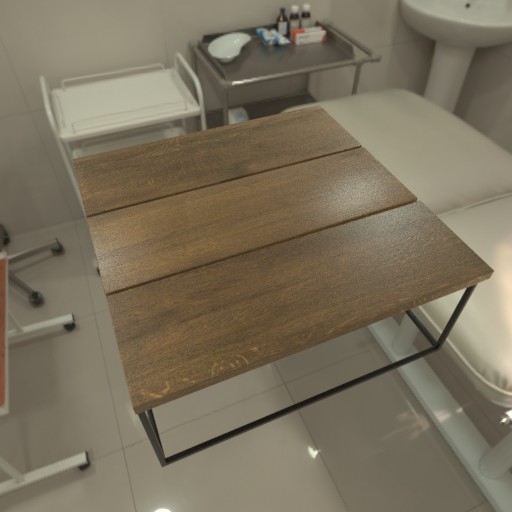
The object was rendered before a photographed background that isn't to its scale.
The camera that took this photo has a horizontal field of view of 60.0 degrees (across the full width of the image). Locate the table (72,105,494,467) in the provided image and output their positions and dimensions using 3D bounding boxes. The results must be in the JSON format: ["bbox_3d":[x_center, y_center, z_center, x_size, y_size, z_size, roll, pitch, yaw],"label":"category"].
[{"bbox_3d":[0.000,0.000,1.405,0.900,0.400,0.900,-17,49,-16],"label":"table"}]
